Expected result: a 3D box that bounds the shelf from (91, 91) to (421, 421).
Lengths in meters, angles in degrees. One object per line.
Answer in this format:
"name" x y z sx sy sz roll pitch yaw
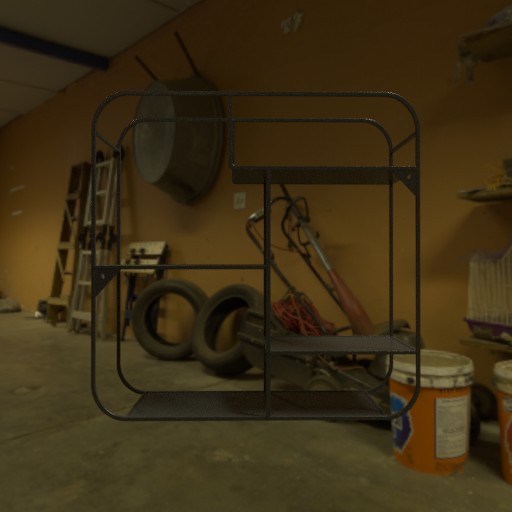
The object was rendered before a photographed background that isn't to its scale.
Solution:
"shelf" 0.000 0.000 0.888 0.600 0.600 0.160 0 0 -1
